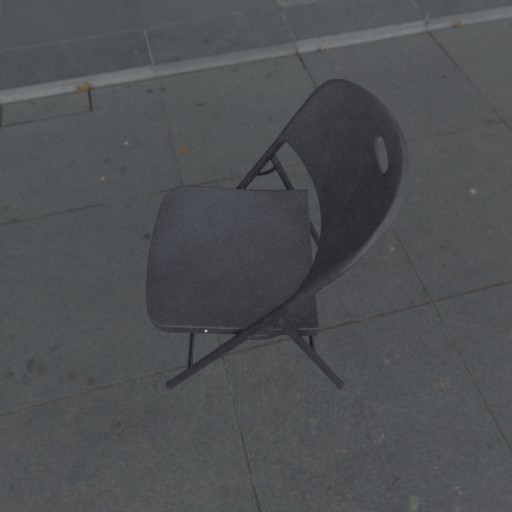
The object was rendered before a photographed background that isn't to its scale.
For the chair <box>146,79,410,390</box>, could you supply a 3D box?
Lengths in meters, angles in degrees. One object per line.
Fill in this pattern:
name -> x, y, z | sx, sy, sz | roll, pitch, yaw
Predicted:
chair -> 0.000, 0.000, 1.166 | 0.567, 0.810, 0.494 | 0, 59, 0
